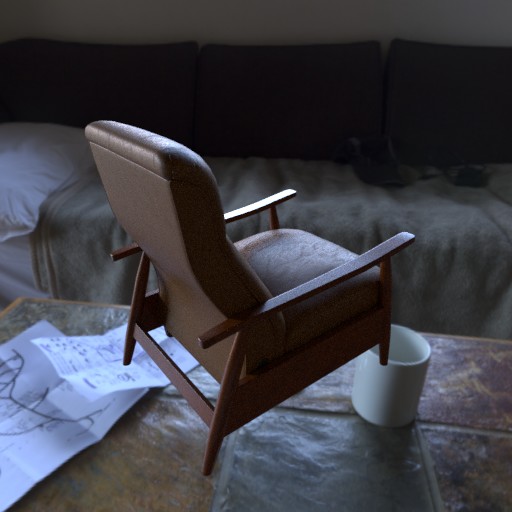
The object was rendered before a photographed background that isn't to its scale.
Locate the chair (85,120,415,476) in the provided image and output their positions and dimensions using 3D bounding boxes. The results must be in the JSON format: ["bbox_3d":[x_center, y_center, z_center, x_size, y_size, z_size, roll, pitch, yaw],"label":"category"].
[{"bbox_3d":[0.000,0.000,1.778,1.014,1.082,0.762,-18,32,-33],"label":"chair"}]
